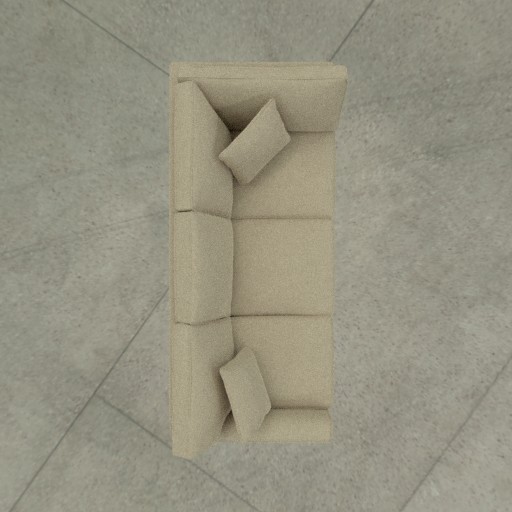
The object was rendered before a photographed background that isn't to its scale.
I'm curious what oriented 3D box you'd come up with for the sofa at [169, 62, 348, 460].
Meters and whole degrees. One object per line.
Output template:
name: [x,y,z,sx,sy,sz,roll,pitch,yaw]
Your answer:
sofa: [0.000,0.000,2.900,1.061,0.962,2.317,0,90,1]
